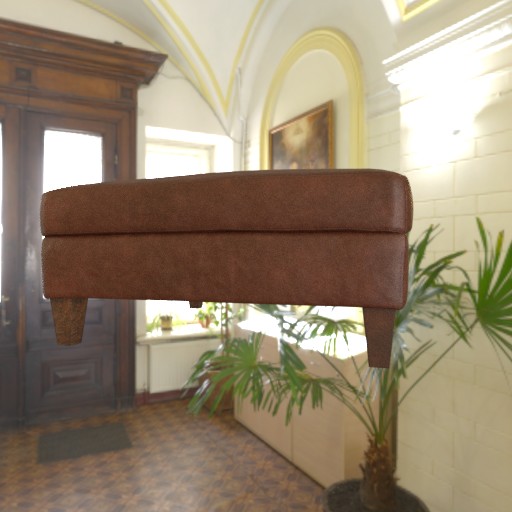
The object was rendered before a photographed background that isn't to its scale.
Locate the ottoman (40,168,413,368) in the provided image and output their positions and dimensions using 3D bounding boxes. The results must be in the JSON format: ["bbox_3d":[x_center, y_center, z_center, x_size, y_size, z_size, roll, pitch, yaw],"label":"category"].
[{"bbox_3d":[0.000,0.000,1.297,0.836,0.415,0.844,0,0,17],"label":"ottoman"}]
